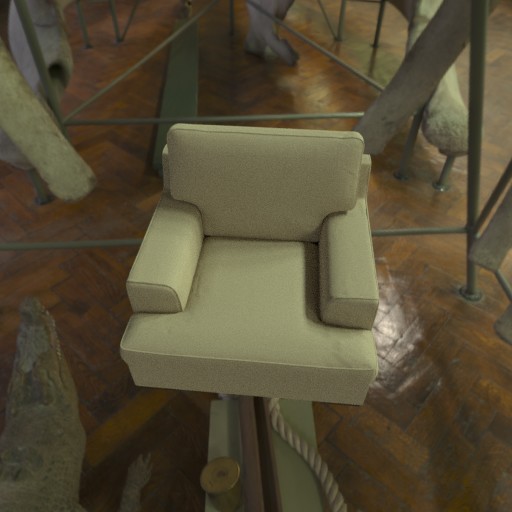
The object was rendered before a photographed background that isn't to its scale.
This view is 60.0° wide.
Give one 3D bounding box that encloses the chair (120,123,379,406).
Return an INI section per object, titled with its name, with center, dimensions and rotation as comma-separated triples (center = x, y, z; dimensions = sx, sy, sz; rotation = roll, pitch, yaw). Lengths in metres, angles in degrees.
[chair]
center = 0.000, 0.000, 2.284
dimensions = 1.293, 1.005, 1.274
rotation = -2, 44, -2
